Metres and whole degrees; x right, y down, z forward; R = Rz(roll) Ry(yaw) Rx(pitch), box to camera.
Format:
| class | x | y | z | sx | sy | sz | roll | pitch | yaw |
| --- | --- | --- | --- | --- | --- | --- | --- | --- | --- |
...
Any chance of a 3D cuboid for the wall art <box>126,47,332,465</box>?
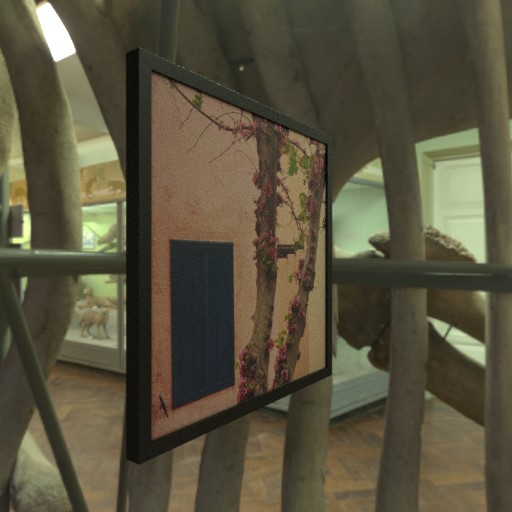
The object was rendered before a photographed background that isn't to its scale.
| class | x | y | z | sx | sy | sz | roll | pitch | yaw |
| --- | --- | --- | --- | --- | --- | --- | --- | --- | --- |
| wall art | 0.000 | 0.000 | 1.124 | 0.038 | 0.762 | 0.762 | 0 | 0 | 37 |
